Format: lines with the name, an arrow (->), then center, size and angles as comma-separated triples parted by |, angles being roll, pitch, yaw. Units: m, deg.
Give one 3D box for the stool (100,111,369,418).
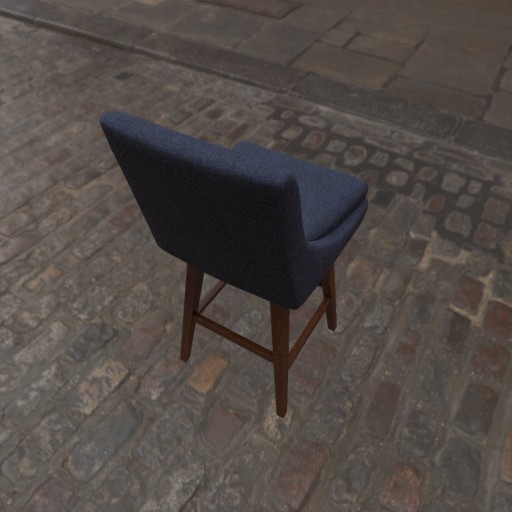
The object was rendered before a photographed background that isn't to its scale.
stool -> 0.000, 0.000, 1.360 | 0.489, 1.068, 0.572 | 23, 50, 21
